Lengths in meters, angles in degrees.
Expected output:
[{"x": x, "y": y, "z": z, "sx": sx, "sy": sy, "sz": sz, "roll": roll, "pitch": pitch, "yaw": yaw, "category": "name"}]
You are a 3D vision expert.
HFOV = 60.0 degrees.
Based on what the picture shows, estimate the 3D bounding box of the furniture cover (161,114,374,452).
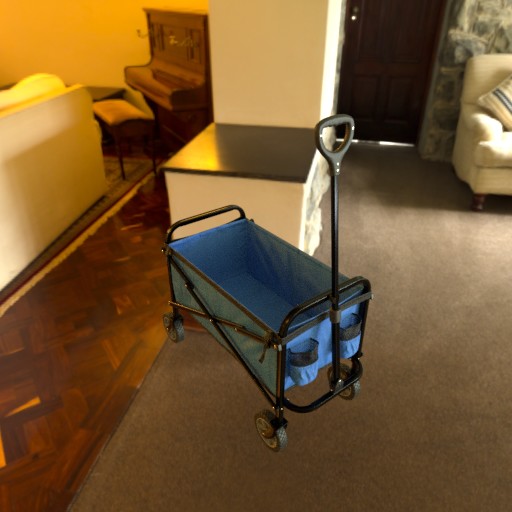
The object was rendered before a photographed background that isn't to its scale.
[{"x": 0.000, "y": 0.000, "z": 1.859, "sx": 0.532, "sy": 1.295, "sz": 1.038, "roll": -22, "pitch": 37, "yaw": -32, "category": "furniture cover"}]
